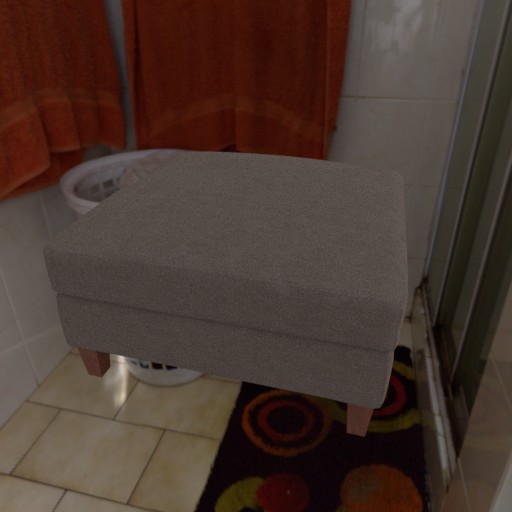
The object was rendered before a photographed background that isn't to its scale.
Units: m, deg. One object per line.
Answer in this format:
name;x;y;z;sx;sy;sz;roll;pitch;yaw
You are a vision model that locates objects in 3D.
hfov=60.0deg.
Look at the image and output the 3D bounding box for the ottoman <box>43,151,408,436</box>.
ottoman;0.000;0.000;1.409;0.861;0.482;0.881;8;30;14
